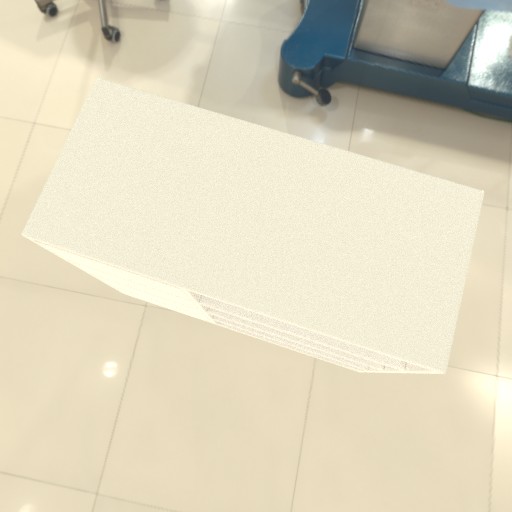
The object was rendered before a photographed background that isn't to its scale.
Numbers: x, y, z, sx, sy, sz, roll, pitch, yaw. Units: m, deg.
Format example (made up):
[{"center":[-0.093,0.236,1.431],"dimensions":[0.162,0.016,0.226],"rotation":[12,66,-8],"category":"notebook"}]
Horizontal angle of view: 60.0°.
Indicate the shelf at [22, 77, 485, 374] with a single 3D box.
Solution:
[{"center":[0.000,0.000,1.283],"dimensions":[0.895,0.732,0.396],"rotation":[18,76,4],"category":"shelf"}]
